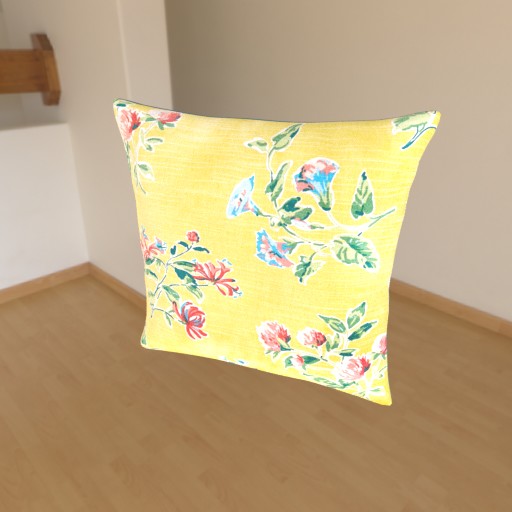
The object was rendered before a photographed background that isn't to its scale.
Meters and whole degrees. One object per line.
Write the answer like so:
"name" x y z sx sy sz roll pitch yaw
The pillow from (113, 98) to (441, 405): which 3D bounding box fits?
"pillow" 0.000 0.000 0.778 0.525 0.508 0.166 9 26 18
